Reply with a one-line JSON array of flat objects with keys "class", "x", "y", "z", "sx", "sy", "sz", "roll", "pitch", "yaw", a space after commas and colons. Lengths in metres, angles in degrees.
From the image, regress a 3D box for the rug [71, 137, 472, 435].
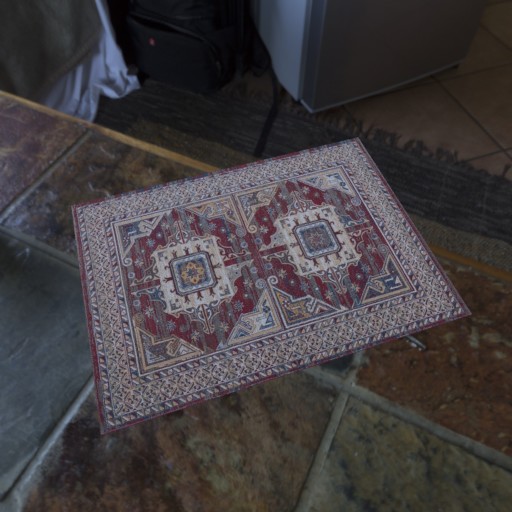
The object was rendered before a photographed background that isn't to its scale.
[{"class": "rug", "x": 0.000, "y": 0.000, "z": 2.890, "sx": 2.210, "sy": 0.011, "sz": 1.599, "roll": -15, "pitch": 59, "yaw": -10}]
